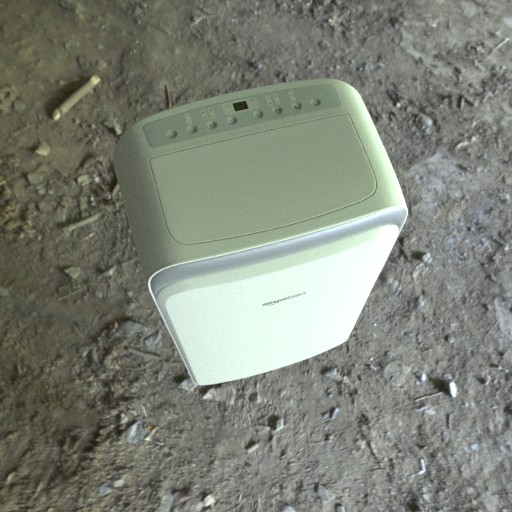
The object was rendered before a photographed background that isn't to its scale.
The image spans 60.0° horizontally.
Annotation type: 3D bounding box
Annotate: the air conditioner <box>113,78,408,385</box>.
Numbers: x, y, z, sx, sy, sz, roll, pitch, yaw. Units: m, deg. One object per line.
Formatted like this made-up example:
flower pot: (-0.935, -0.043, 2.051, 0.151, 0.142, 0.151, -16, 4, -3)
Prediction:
air conditioner: (0.000, 0.000, 0.955, 0.454, 0.700, 0.365, -15, 64, -7)
